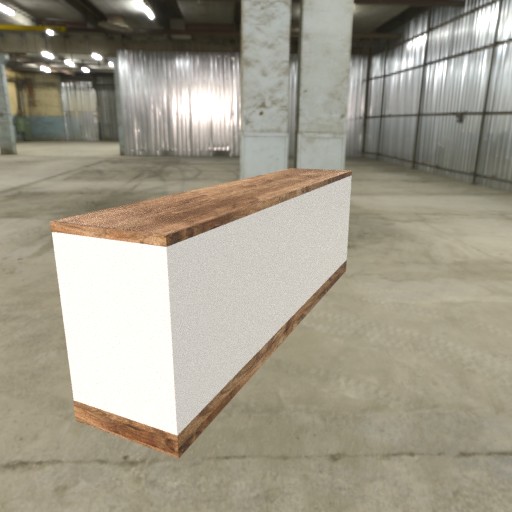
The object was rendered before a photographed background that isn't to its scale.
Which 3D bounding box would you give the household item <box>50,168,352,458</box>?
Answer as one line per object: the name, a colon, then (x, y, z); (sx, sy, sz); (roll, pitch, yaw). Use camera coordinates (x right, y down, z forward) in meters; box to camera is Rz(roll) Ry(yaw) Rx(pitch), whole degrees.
household item: (0.000, 0.000, 1.966); (0.390, 0.615, 1.800); (7, 18, 24)
